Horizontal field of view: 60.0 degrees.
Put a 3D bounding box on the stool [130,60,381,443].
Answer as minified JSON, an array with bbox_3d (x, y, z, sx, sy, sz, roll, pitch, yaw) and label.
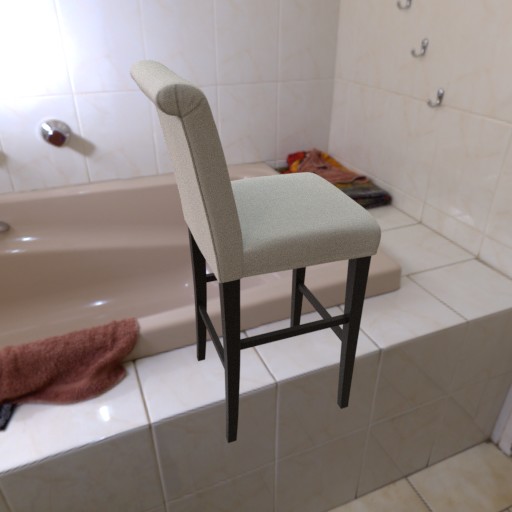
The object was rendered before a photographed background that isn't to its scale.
[{"bbox_3d":[0.000,0.000,1.410,0.597,1.124,0.452,-10,31,-18],"label":"stool"}]
